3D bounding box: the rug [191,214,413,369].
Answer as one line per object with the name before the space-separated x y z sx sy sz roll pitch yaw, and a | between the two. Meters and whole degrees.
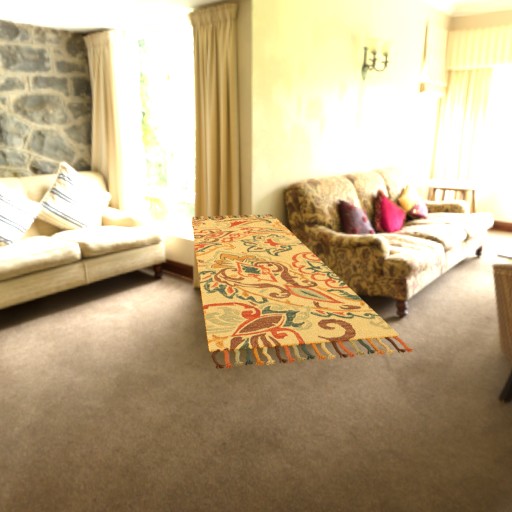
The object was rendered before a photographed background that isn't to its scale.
rug | 0.000 0.000 2.873 0.763 0.015 2.682 -3 17 -9
